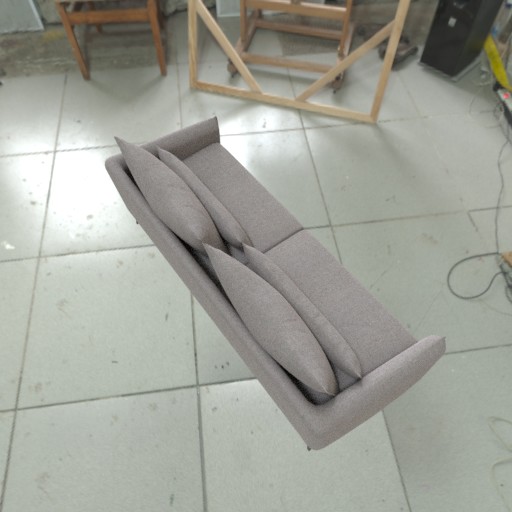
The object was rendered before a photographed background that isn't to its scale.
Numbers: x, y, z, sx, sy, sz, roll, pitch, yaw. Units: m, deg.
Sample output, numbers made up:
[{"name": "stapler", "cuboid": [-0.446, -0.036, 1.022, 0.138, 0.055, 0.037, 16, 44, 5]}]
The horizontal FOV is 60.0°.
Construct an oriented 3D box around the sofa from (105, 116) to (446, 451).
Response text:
[{"name": "sofa", "cuboid": [0.000, 0.000, 2.454, 0.809, 0.833, 2.022, -33, 63, -19]}]
